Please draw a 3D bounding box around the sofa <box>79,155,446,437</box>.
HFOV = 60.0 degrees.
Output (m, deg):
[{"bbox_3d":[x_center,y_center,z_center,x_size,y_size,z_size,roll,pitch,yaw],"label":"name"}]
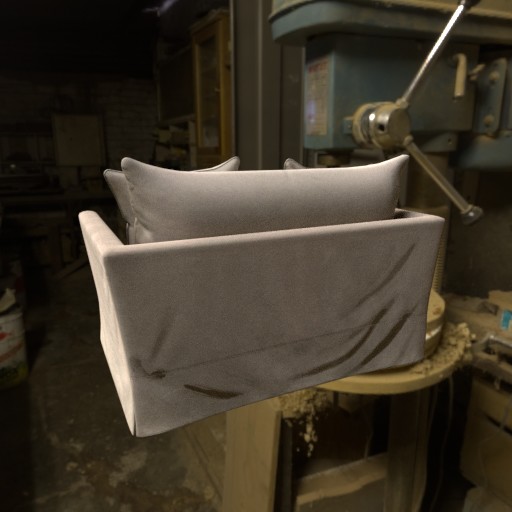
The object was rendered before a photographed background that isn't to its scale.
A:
[{"bbox_3d":[0.000,0.000,2.298,1.608,1.040,1.035,-7,16,-25],"label":"sofa"}]
